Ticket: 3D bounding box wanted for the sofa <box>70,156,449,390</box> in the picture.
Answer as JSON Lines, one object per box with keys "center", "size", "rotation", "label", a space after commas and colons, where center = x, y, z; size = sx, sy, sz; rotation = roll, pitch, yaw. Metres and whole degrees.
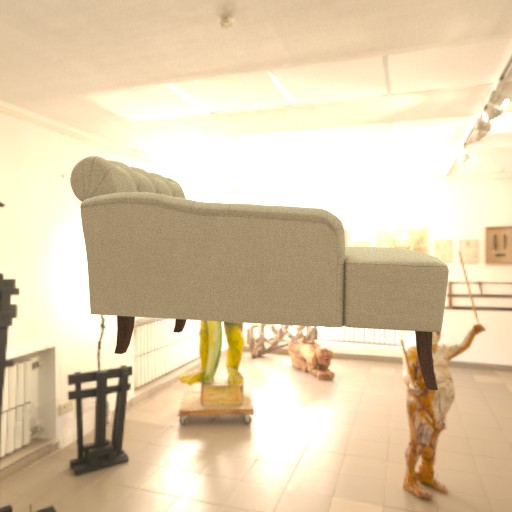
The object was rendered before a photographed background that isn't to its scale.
{"center": [0.000, 0.000, 1.787], "size": [1.379, 0.787, 0.675], "rotation": [0, 1, 18], "label": "sofa"}
